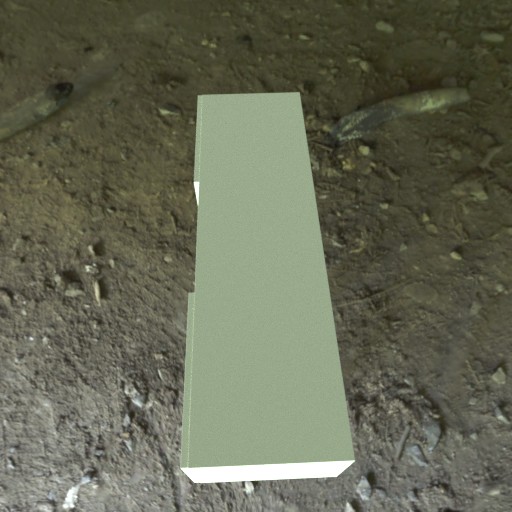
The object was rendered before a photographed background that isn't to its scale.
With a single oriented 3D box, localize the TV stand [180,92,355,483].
[{"bbox_3d":[0.000,0.000,1.575,0.420,0.310,1.400,-2,57,-1],"label":"TV stand"}]
